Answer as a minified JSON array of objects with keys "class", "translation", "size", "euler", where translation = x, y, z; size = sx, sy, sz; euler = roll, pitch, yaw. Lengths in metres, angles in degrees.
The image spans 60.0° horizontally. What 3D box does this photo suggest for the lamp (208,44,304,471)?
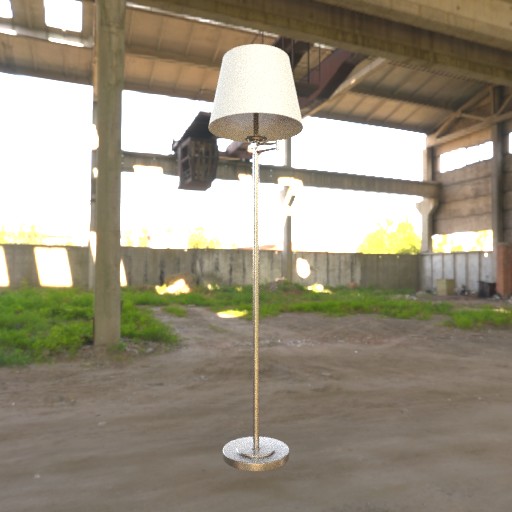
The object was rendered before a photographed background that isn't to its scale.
[{"class":"lamp","translation":[0.000,0.000,1.652],"size":[0.355,1.473,0.355],"euler":[0,-2,0]}]
